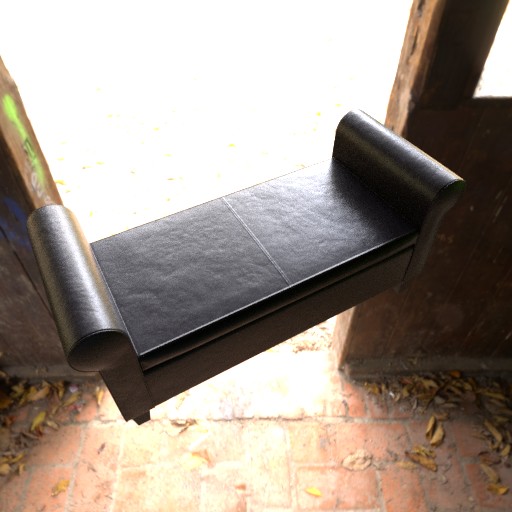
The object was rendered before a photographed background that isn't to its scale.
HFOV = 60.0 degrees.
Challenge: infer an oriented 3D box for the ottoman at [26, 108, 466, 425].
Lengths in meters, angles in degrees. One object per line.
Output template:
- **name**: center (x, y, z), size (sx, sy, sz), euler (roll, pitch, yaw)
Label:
- **ottoman**: center (0.000, 0.000, 1.507), size (1.256, 0.547, 0.521), euler (-23, 51, -20)
